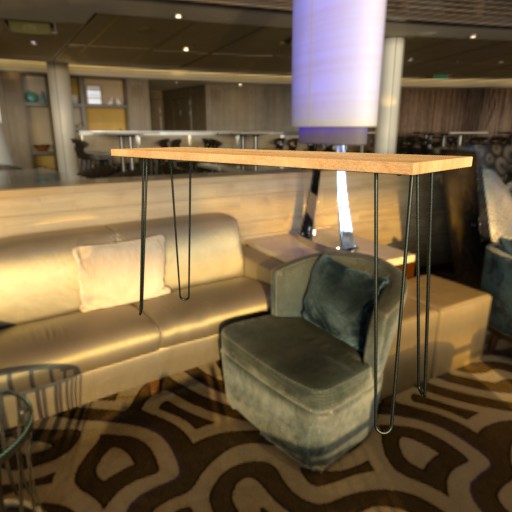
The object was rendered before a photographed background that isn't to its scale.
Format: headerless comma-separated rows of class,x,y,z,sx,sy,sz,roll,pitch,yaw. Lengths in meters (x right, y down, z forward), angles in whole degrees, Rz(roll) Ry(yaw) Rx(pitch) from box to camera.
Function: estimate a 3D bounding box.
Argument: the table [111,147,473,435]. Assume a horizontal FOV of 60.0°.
table,0.000,0.000,1.749,1.400,0.799,0.399,14,21,42
